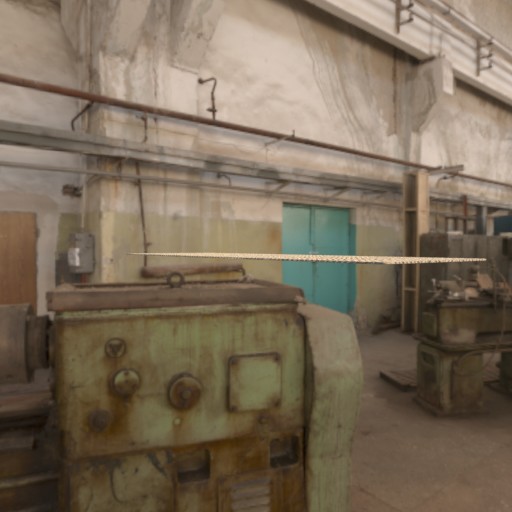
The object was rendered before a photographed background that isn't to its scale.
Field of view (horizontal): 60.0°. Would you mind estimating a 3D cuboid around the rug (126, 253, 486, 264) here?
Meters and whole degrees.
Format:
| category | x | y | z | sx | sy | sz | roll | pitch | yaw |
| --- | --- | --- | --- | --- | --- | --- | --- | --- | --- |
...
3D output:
| category | x | y | z | sx | sy | sz | roll | pitch | yaw |
| --- | --- | --- | --- | --- | --- | --- | --- | --- | --- |
| rug | 0.000 | 0.000 | 2.531 | 0.686 | 0.008 | 2.286 | -1 | 1 | -37 |
